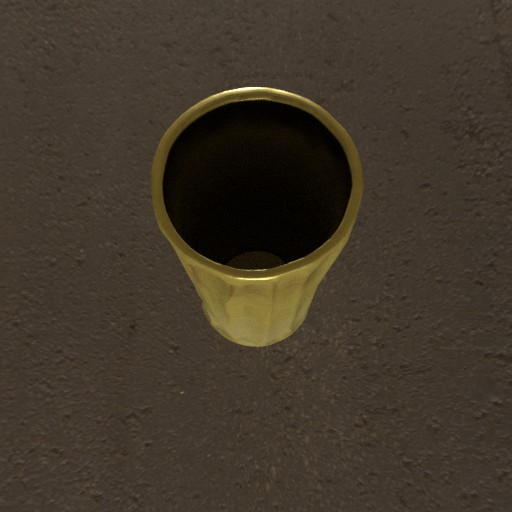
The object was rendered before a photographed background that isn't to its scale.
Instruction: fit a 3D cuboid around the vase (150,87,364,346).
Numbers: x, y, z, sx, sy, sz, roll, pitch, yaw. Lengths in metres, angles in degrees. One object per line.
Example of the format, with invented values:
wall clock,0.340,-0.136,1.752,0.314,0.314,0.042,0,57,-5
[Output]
vase,0.000,0.000,0.176,0.061,0.143,0.061,0,74,0
